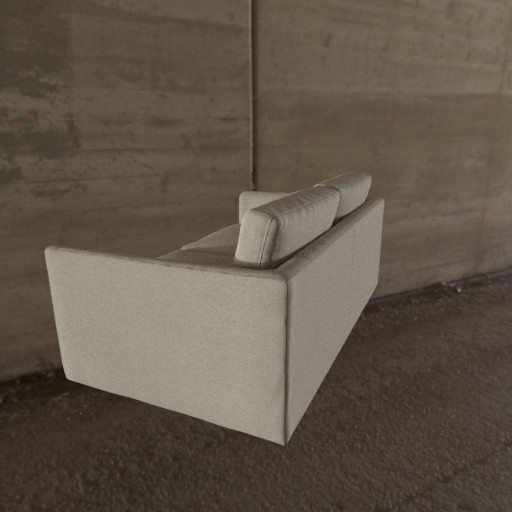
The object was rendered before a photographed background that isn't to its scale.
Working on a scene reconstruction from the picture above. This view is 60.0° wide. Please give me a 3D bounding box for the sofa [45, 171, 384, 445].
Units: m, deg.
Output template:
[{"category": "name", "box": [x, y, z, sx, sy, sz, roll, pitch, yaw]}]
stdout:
[{"category": "sofa", "box": [0.000, 0.000, 2.502, 1.091, 0.839, 1.905, 7, 18, 24]}]
